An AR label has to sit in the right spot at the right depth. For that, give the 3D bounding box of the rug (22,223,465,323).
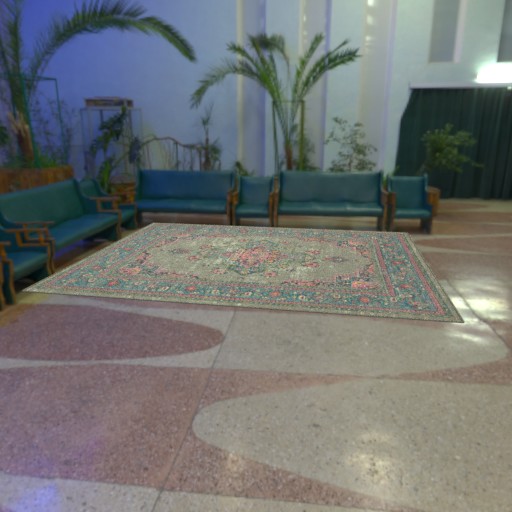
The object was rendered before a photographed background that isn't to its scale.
[{"bbox_3d":[0.000,0.000,4.134,3.057,0.013,2.434,3,17,10],"label":"rug"}]
